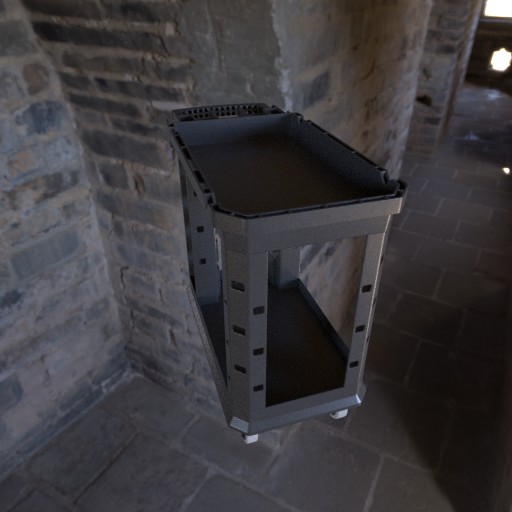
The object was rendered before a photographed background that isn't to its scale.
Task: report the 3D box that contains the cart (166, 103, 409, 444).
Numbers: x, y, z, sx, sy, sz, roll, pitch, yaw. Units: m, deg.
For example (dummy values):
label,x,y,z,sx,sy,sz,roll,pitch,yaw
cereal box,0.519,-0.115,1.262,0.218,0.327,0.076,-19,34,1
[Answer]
label,x,y,z,sx,sy,sz,roll,pitch,yaw
cart,0.000,0.000,1.640,0.497,0.884,1.061,-10,33,-15
